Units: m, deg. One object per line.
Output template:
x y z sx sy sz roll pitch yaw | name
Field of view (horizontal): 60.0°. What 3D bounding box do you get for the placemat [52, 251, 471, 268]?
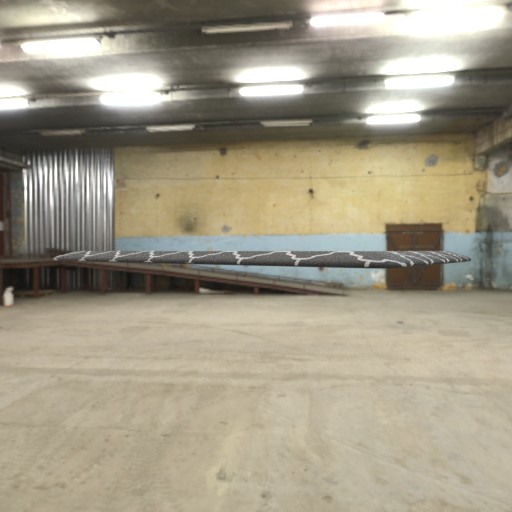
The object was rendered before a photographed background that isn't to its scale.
0.000 0.000 0.944 0.762 0.021 0.508 0 1 36 | placemat
